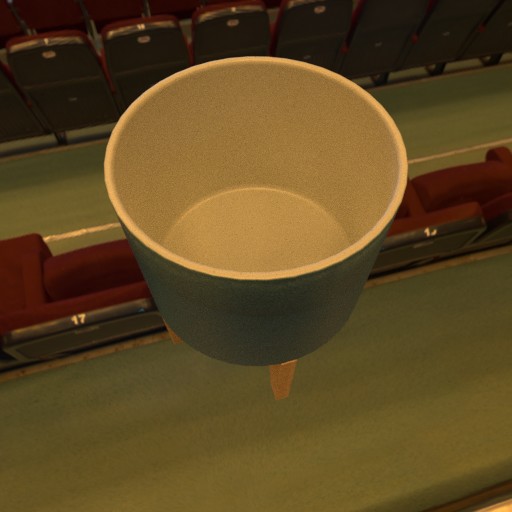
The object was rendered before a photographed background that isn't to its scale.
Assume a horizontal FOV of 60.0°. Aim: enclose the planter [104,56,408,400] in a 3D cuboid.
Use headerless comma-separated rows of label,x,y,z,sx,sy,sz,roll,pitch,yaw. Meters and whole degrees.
planter,0.000,0.000,0.395,0.192,0.263,0.192,0,58,0
